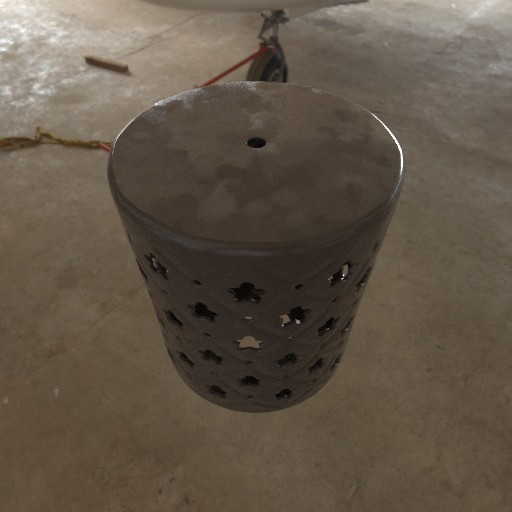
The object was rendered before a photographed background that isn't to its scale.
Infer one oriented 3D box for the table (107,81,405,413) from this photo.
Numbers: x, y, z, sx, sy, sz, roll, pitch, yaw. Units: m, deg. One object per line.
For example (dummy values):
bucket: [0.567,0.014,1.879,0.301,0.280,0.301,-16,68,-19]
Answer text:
table: [0.000,0.000,0.662,0.352,0.387,0.352,0,46,0]
